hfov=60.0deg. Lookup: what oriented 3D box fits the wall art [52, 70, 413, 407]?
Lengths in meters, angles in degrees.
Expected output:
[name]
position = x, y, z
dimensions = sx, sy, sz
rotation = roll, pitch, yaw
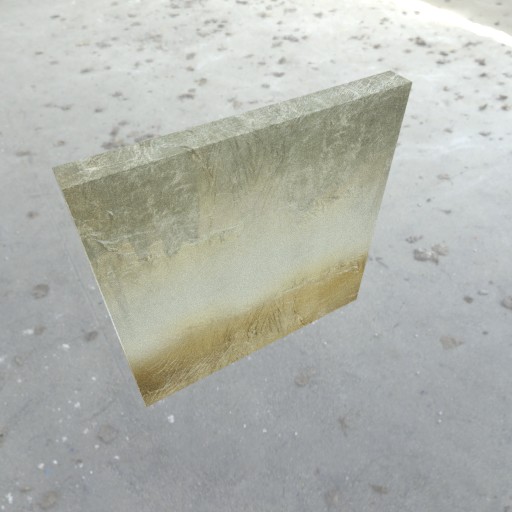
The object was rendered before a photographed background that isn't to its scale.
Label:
[wall art]
position = 0.000, 0.000, 0.605
dimensions = 0.405, 0.407, 0.038
rotation = -23, 50, -21
